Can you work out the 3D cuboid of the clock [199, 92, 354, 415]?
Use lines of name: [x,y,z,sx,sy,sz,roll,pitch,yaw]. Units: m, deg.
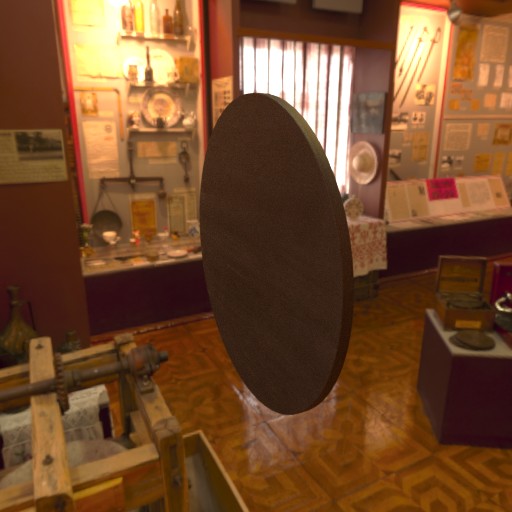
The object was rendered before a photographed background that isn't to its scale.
clock: [0.000,0.000,0.862,0.029,0.595,0.595,-8,18,-25]
